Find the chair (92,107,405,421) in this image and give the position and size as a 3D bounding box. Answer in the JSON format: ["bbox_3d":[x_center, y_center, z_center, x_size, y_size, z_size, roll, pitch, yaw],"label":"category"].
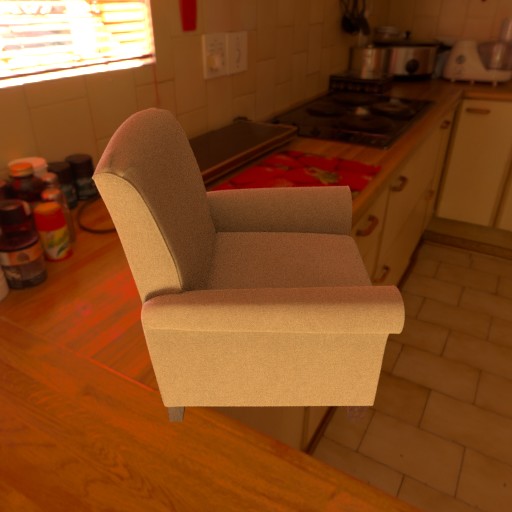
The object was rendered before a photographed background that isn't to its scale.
[{"bbox_3d":[0.000,0.000,1.741,0.905,1.061,0.978,0,30,0],"label":"chair"}]
